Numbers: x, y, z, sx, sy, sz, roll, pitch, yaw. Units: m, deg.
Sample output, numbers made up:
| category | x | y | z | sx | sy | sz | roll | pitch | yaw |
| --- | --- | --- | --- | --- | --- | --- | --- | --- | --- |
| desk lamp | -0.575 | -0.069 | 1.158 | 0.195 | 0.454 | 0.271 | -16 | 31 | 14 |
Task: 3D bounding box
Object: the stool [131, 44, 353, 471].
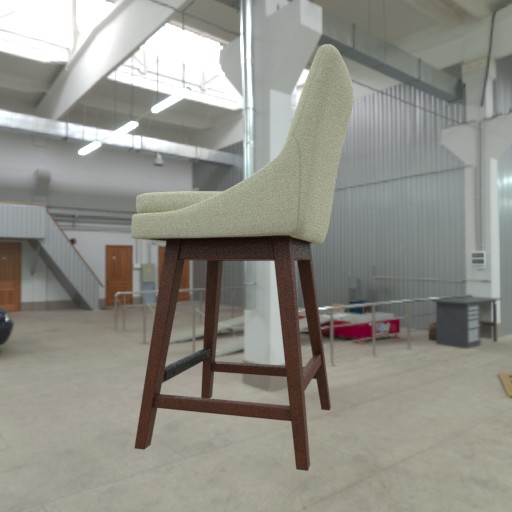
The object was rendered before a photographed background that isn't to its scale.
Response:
| category | x | y | z | sx | sy | sz | roll | pitch | yaw |
| --- | --- | --- | --- | --- | --- | --- | --- | --- | --- |
| stool | 0.000 | 0.000 | 1.297 | 0.559 | 0.991 | 0.469 | 0 | -1 | 16 |
